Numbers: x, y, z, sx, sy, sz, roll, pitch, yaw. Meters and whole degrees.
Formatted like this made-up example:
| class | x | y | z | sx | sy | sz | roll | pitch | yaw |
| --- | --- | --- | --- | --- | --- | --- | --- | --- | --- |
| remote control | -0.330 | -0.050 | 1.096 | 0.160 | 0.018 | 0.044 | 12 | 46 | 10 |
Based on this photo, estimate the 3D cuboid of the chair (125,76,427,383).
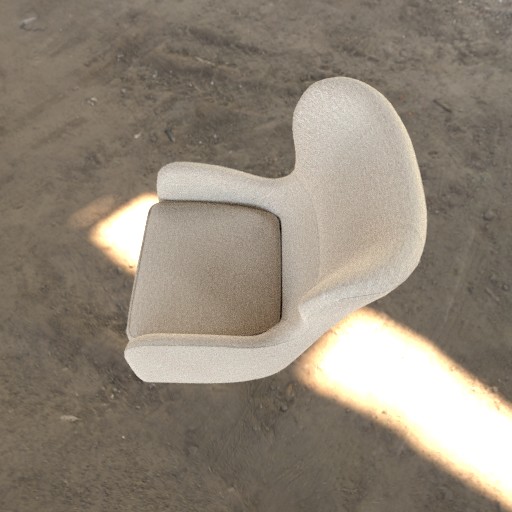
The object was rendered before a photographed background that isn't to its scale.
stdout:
| class | x | y | z | sx | sy | sz | roll | pitch | yaw |
| --- | --- | --- | --- | --- | --- | --- | --- | --- | --- |
| chair | 0.000 | 0.000 | 1.746 | 0.984 | 1.064 | 0.861 | 1 | 58 | 1 |
